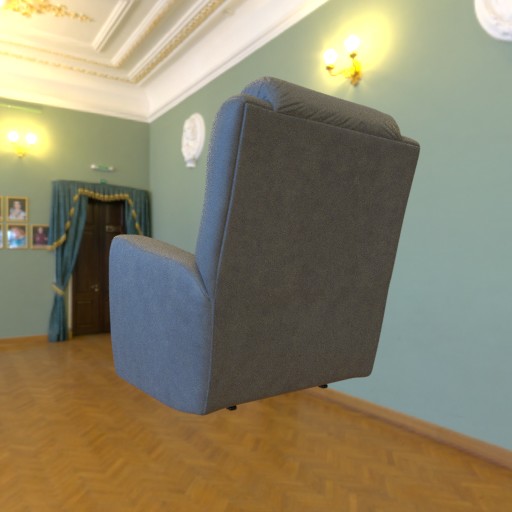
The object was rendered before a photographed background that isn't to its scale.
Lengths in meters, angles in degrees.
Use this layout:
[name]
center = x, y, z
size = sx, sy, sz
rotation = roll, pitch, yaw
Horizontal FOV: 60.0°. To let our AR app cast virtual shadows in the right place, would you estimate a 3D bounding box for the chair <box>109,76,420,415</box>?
[chair]
center = 0.000, 0.000, 1.897
size = 0.967, 1.116, 1.068
rotation = 0, 0, -36
